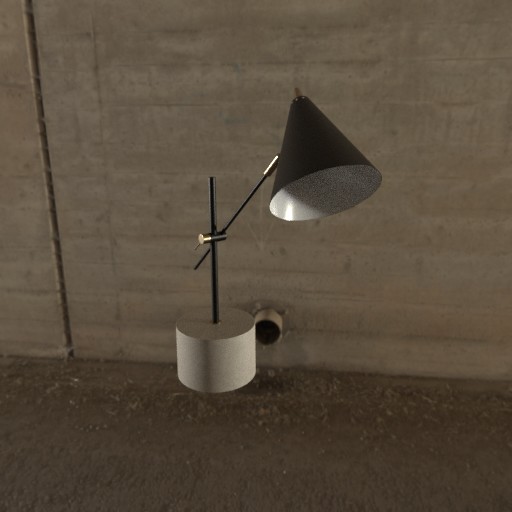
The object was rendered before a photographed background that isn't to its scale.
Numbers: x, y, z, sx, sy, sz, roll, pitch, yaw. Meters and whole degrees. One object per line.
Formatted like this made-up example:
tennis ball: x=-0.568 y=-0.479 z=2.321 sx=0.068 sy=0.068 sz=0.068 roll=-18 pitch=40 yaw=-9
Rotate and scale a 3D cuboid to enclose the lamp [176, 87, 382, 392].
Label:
lamp: x=0.000 y=0.000 z=0.731 sx=0.214 sy=0.518 sz=0.403 roll=-8 pitch=18 yaw=-27
